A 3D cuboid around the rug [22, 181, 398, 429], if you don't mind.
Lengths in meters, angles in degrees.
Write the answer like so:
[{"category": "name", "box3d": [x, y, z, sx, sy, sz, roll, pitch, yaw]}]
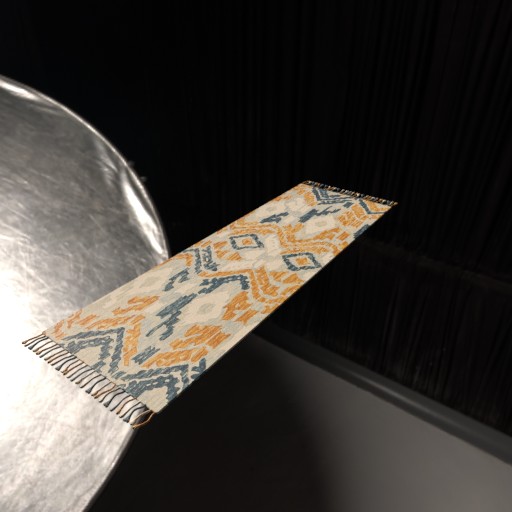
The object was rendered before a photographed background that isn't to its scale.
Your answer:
[{"category": "rug", "box3d": [0.000, 0.000, 2.590, 0.783, 0.010, 2.437, 21, 36, 31]}]
